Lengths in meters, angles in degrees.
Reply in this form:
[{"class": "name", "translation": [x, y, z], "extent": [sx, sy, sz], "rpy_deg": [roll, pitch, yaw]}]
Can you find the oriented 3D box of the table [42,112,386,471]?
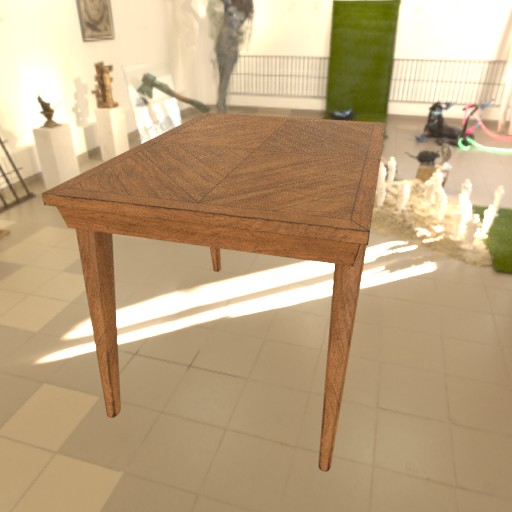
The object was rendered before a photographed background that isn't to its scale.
[{"class": "table", "translation": [0.000, 0.000, 1.568], "extent": [0.757, 0.760, 1.027], "rpy_deg": [8, 30, 14]}]
